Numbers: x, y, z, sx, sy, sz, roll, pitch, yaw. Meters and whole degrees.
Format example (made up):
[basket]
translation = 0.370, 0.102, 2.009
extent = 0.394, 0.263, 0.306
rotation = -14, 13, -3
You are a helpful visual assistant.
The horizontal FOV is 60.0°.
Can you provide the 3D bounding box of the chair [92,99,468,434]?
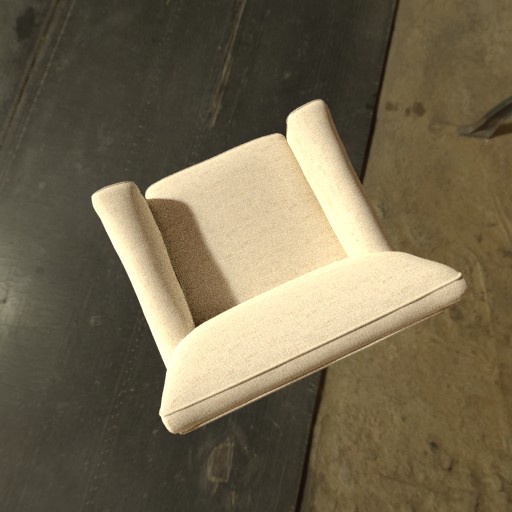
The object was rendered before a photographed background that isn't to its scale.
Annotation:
[chair]
translation = 0.000, 0.000, 1.585
extent = 0.870, 0.943, 0.823
rotation = -24, 79, -5
